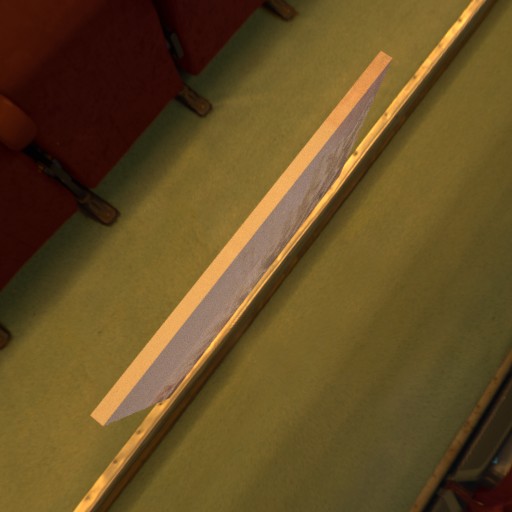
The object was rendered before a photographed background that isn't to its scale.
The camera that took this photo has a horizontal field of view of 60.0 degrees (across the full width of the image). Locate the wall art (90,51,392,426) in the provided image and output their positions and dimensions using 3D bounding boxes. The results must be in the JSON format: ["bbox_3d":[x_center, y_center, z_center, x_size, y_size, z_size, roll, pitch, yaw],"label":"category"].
[{"bbox_3d":[0.000,0.000,1.429,0.041,0.758,1.142,36,79,8],"label":"wall art"}]
